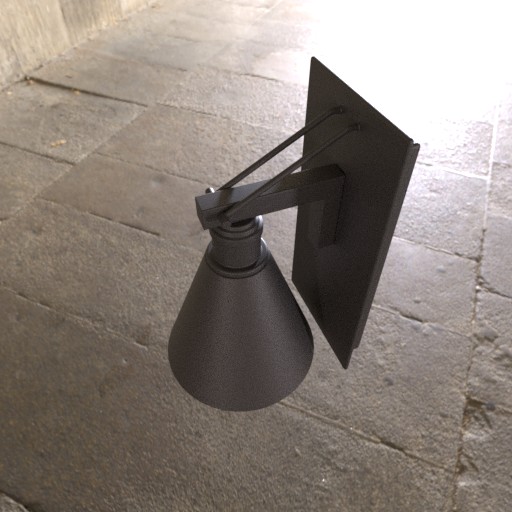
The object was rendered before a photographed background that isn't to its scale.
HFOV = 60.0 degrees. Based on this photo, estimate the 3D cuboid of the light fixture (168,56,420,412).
[{"bbox_3d":[0.000,0.000,0.424,0.207,0.298,0.170,-16,48,-15],"label":"light fixture"}]
